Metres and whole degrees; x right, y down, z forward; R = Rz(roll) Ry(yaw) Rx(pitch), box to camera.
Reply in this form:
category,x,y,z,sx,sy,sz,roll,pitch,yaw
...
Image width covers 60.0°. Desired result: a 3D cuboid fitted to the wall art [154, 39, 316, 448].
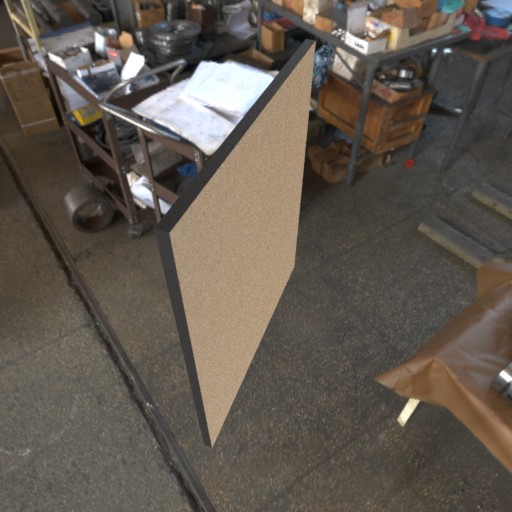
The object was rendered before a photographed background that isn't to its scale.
category,x,y,z,sx,sy,sz,roll,pitch,yaw
wall art,0.000,0.000,1.206,0.028,0.863,0.755,16,49,15
